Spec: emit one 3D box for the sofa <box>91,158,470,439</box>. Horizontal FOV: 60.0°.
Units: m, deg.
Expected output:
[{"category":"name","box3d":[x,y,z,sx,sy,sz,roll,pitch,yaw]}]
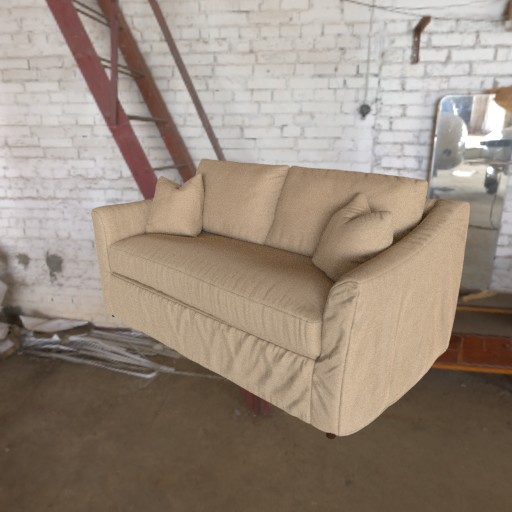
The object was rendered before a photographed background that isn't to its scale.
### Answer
[{"category":"sofa","box3d":[0.000,0.000,2.611,2.010,1.018,1.072,15,22,42]}]
